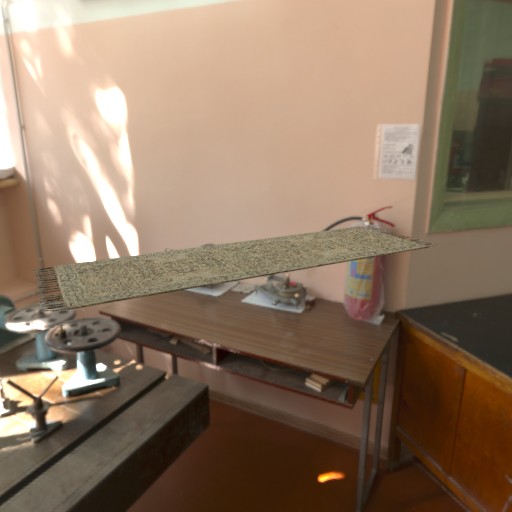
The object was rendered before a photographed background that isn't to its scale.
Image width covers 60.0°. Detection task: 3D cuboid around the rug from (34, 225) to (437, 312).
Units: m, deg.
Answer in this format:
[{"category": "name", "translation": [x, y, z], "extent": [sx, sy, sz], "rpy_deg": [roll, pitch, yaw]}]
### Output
[{"category": "rug", "translation": [0.000, 0.000, 2.978], "extent": [2.664, 0.011, 0.762], "rpy_deg": [-8, 18, -27]}]
